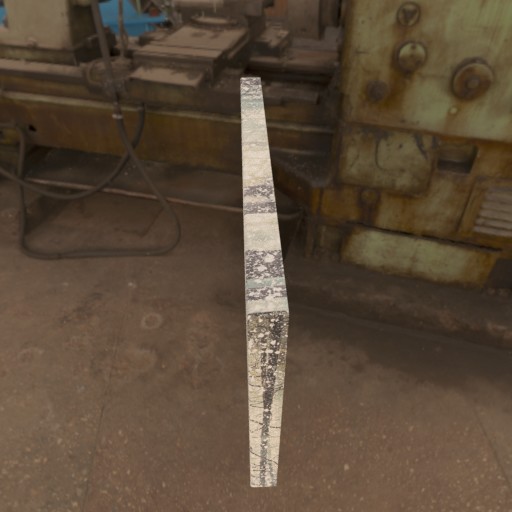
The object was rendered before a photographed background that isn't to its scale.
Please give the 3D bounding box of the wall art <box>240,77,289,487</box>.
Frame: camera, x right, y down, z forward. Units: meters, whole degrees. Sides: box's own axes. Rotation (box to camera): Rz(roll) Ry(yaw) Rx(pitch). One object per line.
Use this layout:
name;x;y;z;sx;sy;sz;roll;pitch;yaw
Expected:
wall art;0.000;0.000;0.777;0.042;0.398;0.618;-1;41;-1
